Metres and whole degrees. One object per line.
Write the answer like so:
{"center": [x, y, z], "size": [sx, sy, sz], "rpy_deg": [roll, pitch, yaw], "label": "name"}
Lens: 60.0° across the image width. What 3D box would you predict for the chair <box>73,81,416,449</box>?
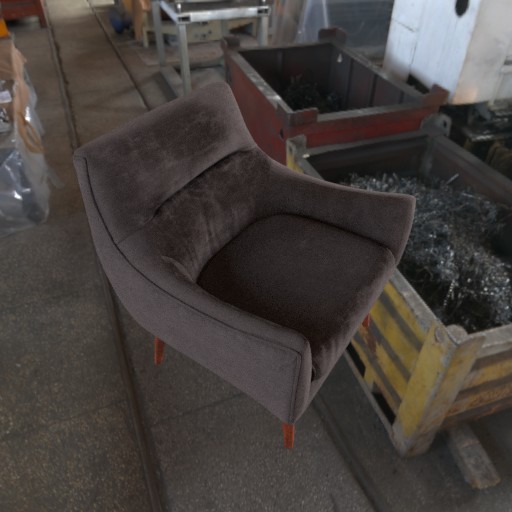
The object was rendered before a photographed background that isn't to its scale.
{"center": [0.000, 0.000, 1.443], "size": [0.787, 0.838, 0.762], "rpy_deg": [24, 47, 25], "label": "chair"}
